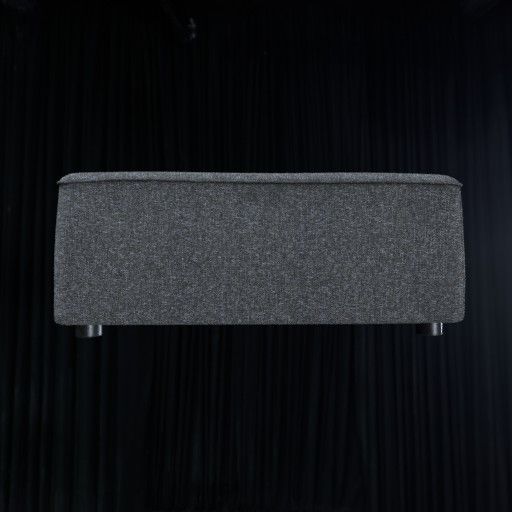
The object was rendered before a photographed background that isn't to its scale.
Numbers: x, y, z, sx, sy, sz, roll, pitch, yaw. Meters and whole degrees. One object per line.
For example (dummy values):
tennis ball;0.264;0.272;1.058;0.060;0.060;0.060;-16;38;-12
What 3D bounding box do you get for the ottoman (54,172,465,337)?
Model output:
ottoman;0.000;0.000;1.563;1.021;0.423;1.017;0;-1;-1
